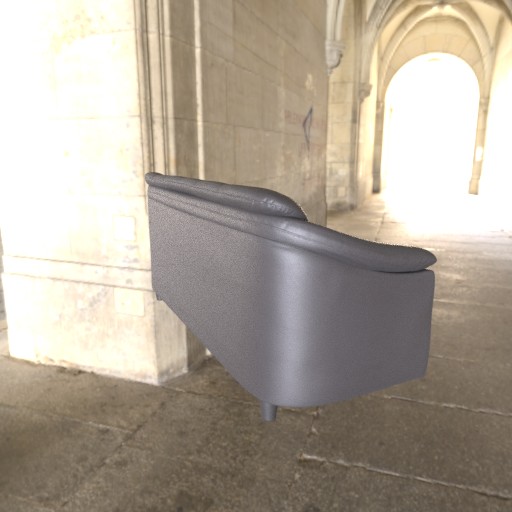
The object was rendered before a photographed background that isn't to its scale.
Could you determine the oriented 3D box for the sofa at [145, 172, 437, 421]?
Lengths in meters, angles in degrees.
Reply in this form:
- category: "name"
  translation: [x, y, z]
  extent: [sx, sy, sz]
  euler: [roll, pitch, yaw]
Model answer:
- category: "sofa"
  translation: [0.000, 0.000, 2.257]
  extent: [0.800, 0.811, 1.829]
  euler: [-6, 15, -26]
